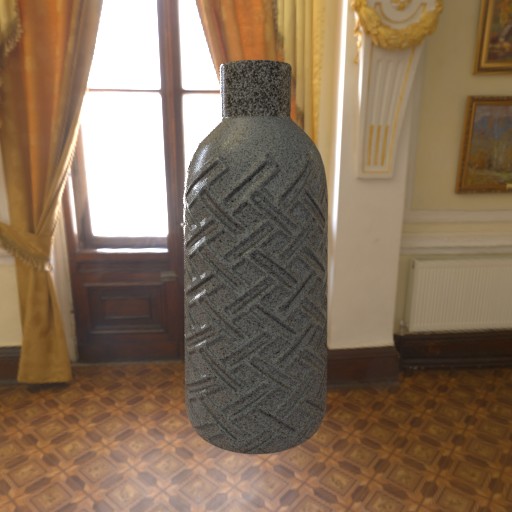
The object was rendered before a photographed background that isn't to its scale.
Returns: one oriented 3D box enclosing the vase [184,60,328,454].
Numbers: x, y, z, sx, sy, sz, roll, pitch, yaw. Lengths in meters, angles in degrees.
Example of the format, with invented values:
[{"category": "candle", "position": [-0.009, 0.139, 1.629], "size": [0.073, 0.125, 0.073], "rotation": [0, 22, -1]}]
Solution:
[{"category": "vase", "position": [0.000, 0.000, 0.354], "size": [0.122, 0.282, 0.122], "rotation": [0, 15, 0]}]
